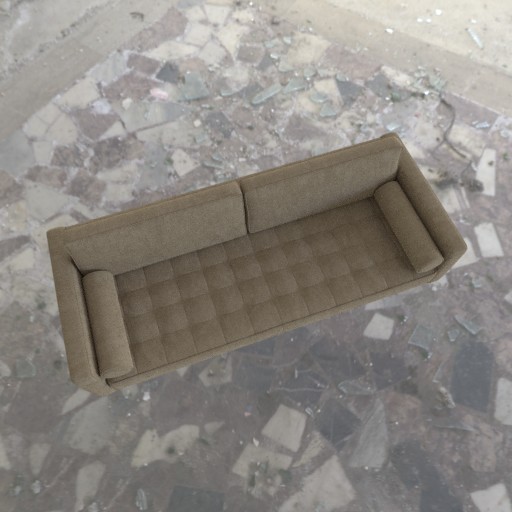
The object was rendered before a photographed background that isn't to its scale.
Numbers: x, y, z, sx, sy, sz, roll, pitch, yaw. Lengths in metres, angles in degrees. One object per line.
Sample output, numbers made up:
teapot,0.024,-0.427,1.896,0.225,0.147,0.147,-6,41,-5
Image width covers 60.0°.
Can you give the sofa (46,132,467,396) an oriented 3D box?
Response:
sofa,0.000,0.000,2.619,2.200,0.770,0.919,-17,65,-8
